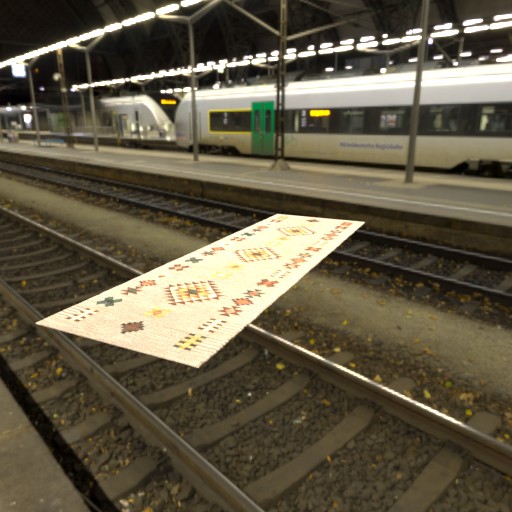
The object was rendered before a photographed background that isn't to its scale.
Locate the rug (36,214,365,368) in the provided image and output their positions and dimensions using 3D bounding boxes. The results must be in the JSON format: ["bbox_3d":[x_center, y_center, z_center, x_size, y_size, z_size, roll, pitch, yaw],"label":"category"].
[{"bbox_3d":[0.000,0.000,2.643,0.766,0.008,2.432,8,18,25],"label":"rug"}]
